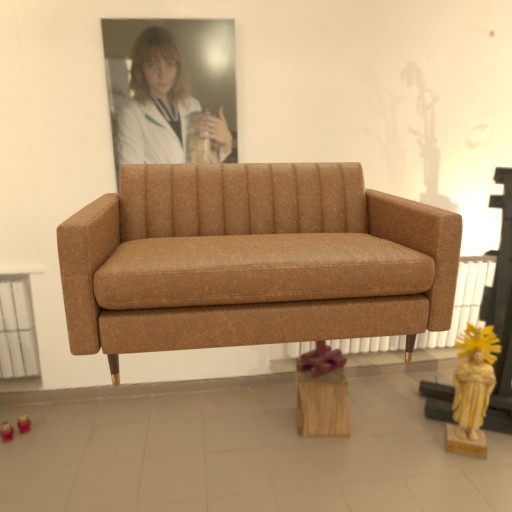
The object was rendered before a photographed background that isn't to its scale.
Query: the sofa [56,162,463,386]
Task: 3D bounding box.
[{"bbox_3d":[0.000,0.000,2.099,1.549,0.820,0.960,-2,15,-8],"label":"sofa"}]
